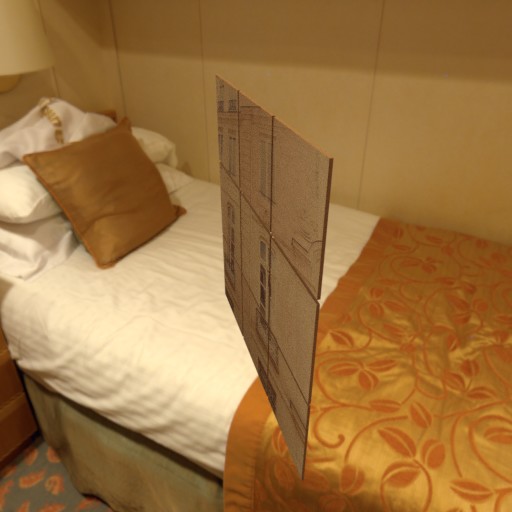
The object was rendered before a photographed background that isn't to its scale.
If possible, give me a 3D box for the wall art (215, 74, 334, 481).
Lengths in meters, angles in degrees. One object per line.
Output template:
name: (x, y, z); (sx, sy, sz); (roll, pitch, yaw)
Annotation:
wall art: (0.000, 0.000, 2.268); (0.023, 1.522, 1.526); (-9, 32, -14)
